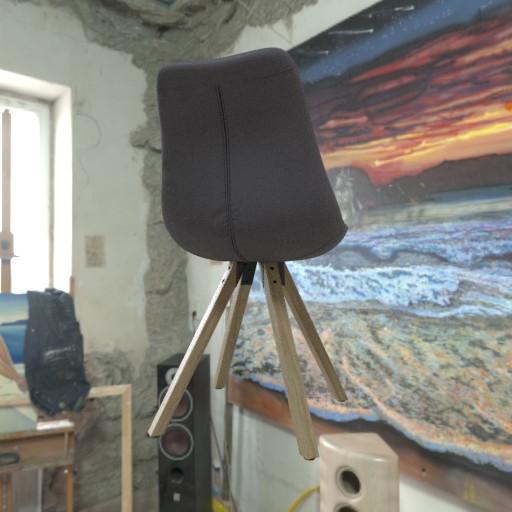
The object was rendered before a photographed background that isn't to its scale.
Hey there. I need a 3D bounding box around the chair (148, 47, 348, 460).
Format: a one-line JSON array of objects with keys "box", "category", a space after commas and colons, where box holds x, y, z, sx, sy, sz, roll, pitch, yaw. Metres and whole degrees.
[{"box": [0.000, 0.000, 1.198, 0.483, 0.865, 0.547, 0, 0, 19], "category": "chair"}]
